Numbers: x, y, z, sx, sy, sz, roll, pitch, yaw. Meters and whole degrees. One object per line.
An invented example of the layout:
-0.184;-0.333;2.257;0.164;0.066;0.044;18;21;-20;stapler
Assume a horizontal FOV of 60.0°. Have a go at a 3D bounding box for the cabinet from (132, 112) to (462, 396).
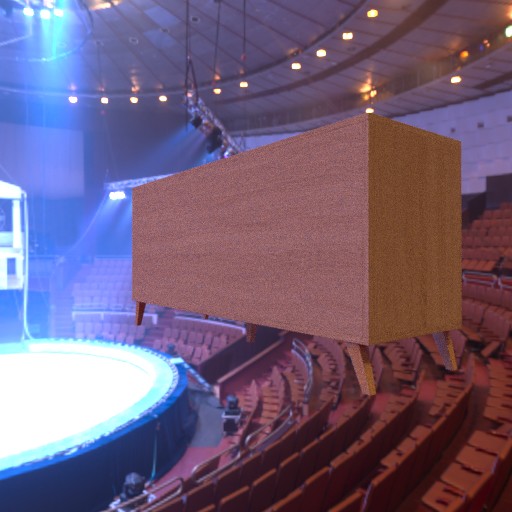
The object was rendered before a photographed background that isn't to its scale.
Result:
0.000;0.000;2.014;0.500;0.780;1.649;0;0;-38;cabinet
